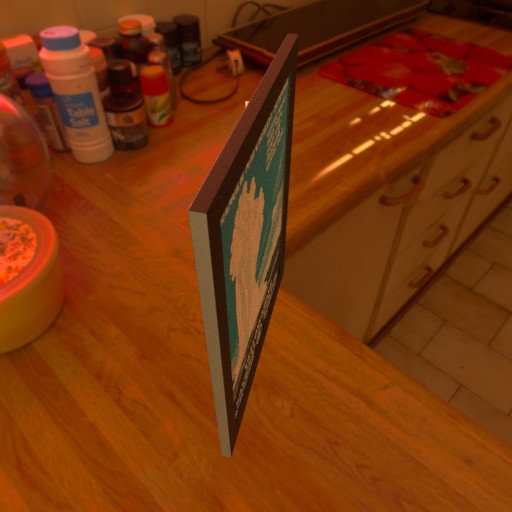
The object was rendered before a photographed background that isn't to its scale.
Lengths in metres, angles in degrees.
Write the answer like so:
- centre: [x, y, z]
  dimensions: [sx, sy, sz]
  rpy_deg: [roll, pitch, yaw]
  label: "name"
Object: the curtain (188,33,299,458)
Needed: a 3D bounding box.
- centre: [0.000, 0.000, 0.784]
  dimensions: [0.027, 0.585, 0.483]
  rpy_deg: [10, 46, 10]
  label: "curtain"
